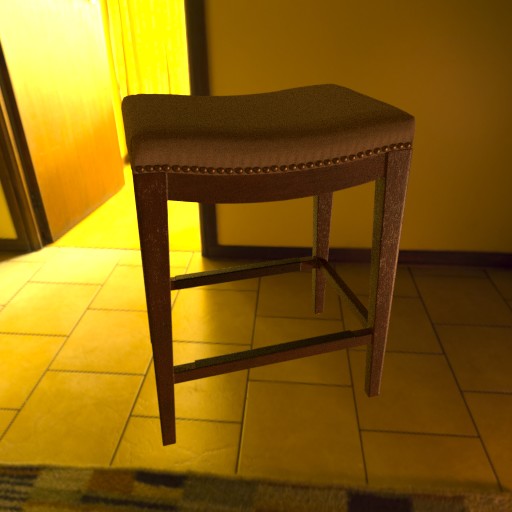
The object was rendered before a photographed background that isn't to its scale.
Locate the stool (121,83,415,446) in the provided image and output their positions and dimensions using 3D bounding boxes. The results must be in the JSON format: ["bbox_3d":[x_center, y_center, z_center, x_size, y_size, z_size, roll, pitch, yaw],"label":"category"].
[{"bbox_3d":[0.000,0.000,0.976,0.508,0.660,0.356,-8,31,-14],"label":"stool"}]
